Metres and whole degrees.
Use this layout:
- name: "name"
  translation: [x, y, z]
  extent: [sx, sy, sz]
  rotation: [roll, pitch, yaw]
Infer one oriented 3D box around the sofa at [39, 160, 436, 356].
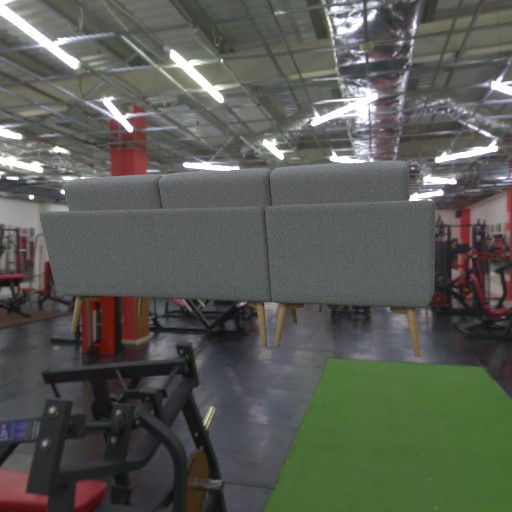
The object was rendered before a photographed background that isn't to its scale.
- name: "sofa"
  translation: [0.000, 0.000, 2.799]
  extent: [2.040, 0.860, 1.530]
  rotation: [0, 1, 17]
